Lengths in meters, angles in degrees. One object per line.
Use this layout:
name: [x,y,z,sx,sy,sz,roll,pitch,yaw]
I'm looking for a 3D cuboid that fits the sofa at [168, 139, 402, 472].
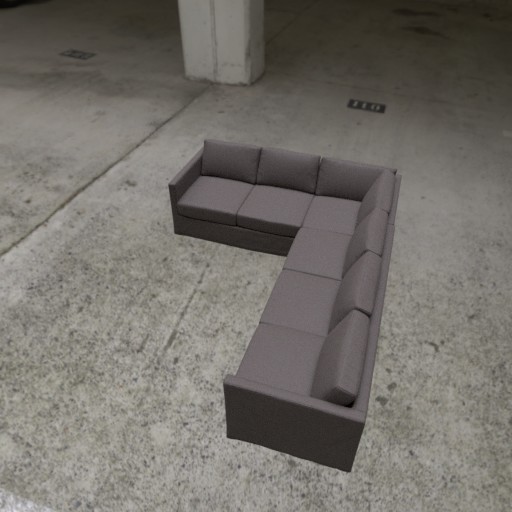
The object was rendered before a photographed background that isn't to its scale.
sofa: [0.000,0.000,4.258,2.432,0.871,3.182,12,41,14]
